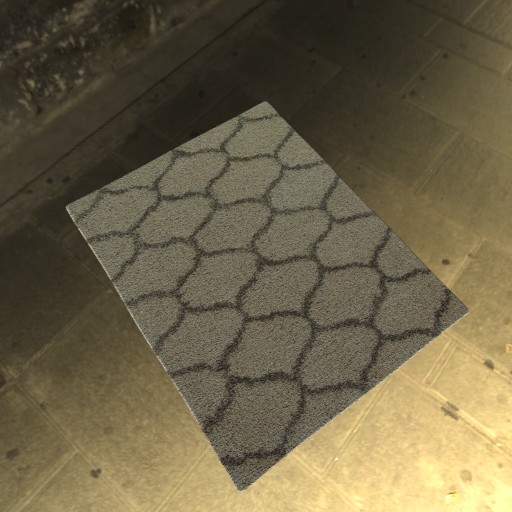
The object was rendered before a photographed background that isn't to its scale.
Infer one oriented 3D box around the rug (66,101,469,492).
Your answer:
[{"bbox_3d":[0.000,0.000,4.044,2.399,0.026,3.000,-32,68,-15],"label":"rug"}]
